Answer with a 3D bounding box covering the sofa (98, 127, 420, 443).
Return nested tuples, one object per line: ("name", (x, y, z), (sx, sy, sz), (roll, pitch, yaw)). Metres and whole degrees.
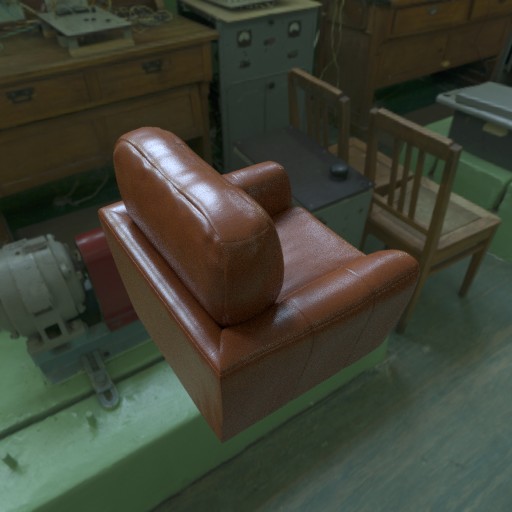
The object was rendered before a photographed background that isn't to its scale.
("sofa", (0.000, 0.000, 1.526), (0.789, 0.876, 0.836), (-25, 48, -25))
